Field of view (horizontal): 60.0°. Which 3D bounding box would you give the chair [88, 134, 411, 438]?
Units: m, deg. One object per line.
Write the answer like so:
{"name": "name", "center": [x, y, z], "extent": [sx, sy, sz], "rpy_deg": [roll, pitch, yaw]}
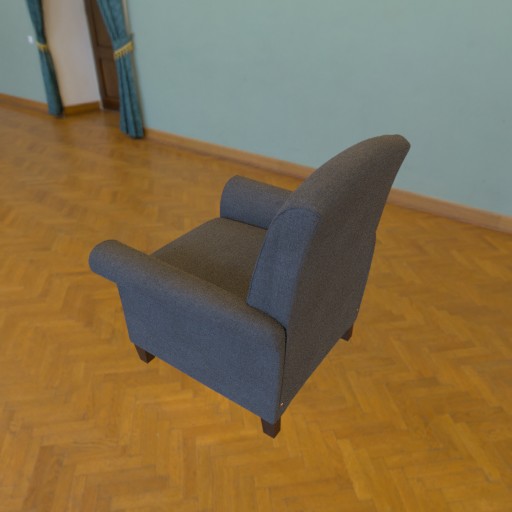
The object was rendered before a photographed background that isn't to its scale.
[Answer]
{"name": "chair", "center": [0.000, 0.000, 1.837], "extent": [0.905, 1.061, 0.978], "rpy_deg": [20, 37, 29]}
